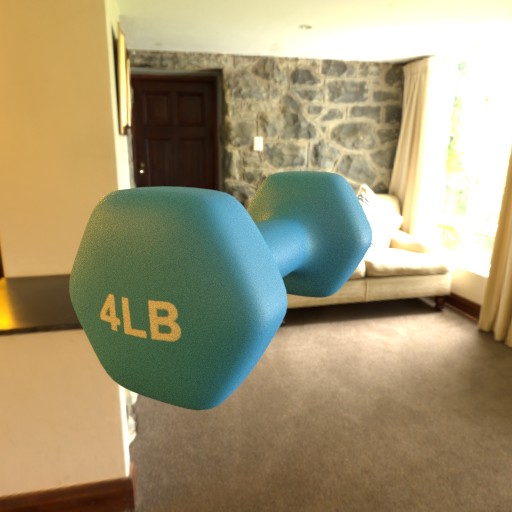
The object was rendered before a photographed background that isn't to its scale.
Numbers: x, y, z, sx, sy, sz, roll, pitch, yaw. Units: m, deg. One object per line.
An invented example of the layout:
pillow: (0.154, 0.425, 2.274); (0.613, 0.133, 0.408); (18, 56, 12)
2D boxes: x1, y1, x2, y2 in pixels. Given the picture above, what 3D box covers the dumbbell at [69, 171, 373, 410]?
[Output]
dumbbell: (0.000, 0.000, 0.190); (0.074, 0.066, 0.152); (7, 15, 26)
